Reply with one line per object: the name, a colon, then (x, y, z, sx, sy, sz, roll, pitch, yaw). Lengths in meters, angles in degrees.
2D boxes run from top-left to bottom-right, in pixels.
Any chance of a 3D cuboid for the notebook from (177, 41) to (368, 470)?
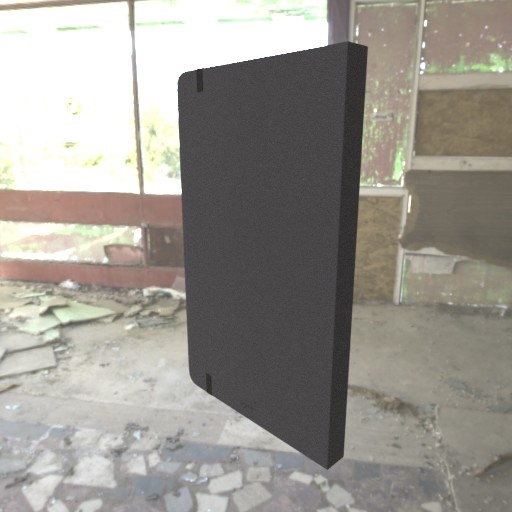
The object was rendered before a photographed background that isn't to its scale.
notebook: (0.000, 0.000, 0.261, 0.016, 0.213, 0.127, -14, 20, -42)
